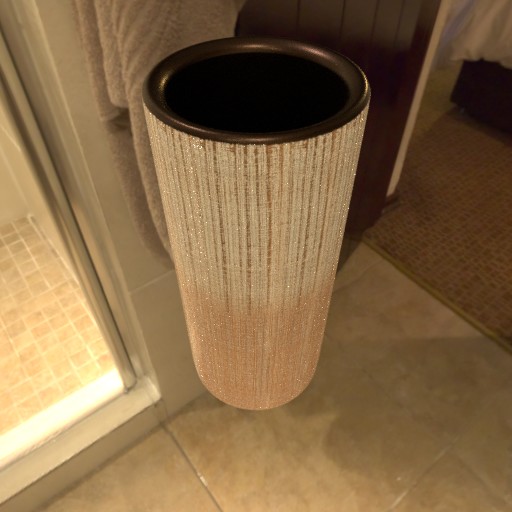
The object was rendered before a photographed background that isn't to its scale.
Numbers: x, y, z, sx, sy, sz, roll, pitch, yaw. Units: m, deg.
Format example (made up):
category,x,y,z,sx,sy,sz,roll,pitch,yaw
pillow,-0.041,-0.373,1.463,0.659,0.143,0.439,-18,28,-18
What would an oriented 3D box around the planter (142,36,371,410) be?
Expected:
category,x,y,z,sx,sy,sz,roll,pitch,yaw
planter,0.000,0.000,0.276,0.100,0.227,0.100,11,47,10
